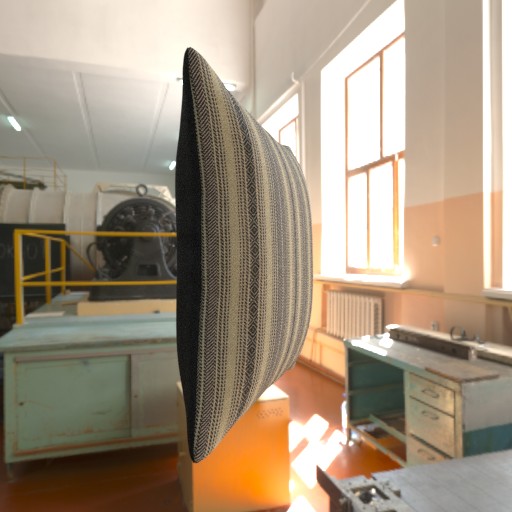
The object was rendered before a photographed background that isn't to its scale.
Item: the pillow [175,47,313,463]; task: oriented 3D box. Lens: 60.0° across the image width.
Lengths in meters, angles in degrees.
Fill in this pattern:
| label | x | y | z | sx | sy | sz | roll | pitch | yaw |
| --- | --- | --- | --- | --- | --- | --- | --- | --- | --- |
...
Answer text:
| label | x | y | z | sx | sy | sz | roll | pitch | yaw |
| --- | --- | --- | --- | --- | --- | --- | --- | --- | --- |
| pillow | 0.000 | 0.000 | 0.781 | 0.166 | 0.508 | 0.520 | 0 | 0 | 18 |
